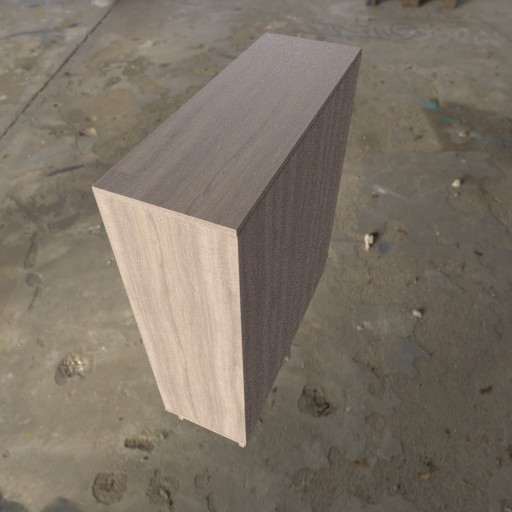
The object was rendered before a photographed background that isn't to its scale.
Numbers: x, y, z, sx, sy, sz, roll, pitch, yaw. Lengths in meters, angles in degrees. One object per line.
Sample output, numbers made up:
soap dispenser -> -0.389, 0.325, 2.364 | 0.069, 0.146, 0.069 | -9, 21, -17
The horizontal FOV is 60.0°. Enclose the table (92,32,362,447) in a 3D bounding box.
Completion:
table -> 0.000, 0.000, 1.887 | 0.398, 1.388, 1.111 | 18, 49, 16
